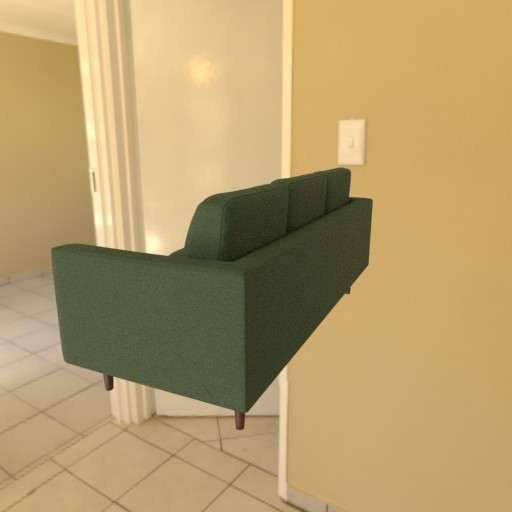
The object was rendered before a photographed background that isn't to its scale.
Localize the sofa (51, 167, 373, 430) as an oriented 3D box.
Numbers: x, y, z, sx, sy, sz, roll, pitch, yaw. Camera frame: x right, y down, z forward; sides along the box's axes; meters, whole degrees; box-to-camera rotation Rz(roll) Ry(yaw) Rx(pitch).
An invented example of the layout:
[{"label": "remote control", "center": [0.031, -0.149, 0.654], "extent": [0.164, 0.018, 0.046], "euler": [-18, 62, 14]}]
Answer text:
[{"label": "sofa", "center": [0.000, 0.000, 2.472], "extent": [0.879, 0.899, 2.029], "euler": [7, 16, 24]}]
